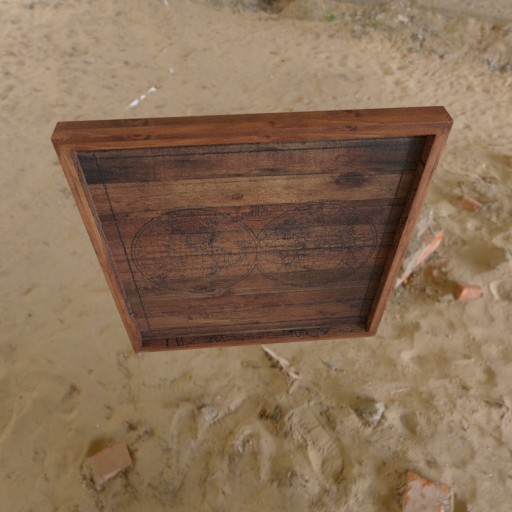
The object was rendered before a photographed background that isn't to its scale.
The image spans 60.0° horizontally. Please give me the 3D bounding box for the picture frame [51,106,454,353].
[{"bbox_3d":[0.000,0.000,0.525,0.352,0.356,0.028,-3,48,-3],"label":"picture frame"}]
